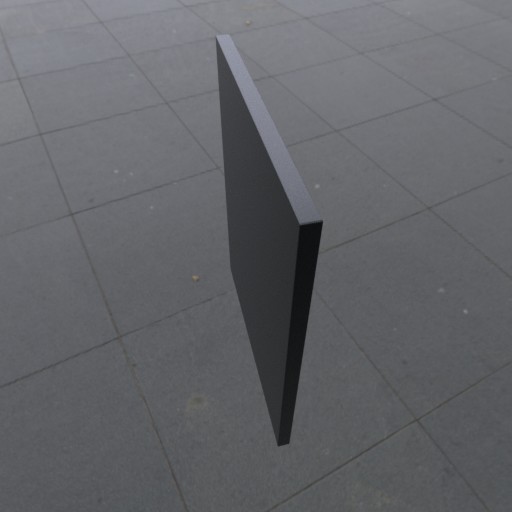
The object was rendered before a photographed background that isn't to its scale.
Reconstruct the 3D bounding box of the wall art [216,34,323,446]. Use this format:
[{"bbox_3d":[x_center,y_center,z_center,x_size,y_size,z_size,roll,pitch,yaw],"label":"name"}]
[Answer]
[{"bbox_3d":[0.000,0.000,1.615,0.053,1.194,0.950,-10,48,-9],"label":"wall art"}]
